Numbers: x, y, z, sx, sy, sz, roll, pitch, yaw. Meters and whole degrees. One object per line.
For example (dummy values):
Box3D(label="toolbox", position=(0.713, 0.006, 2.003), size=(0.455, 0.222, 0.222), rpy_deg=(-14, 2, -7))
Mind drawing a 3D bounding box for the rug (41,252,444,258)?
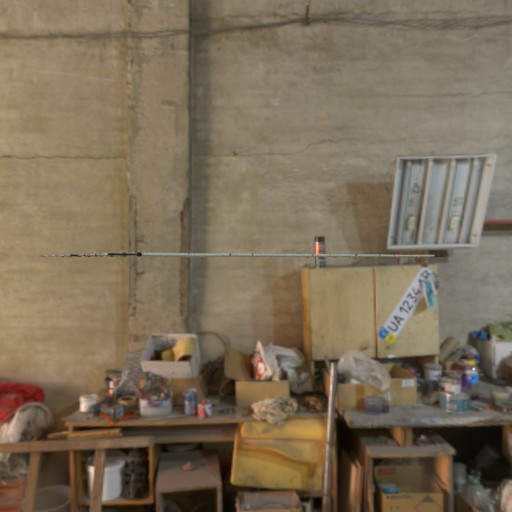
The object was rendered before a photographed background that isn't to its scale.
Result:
Box3D(label="rug", position=(0.000, 0.000, 3.377), size=(2.755, 0.021, 1.524), rpy_deg=(0, 0, -37))
